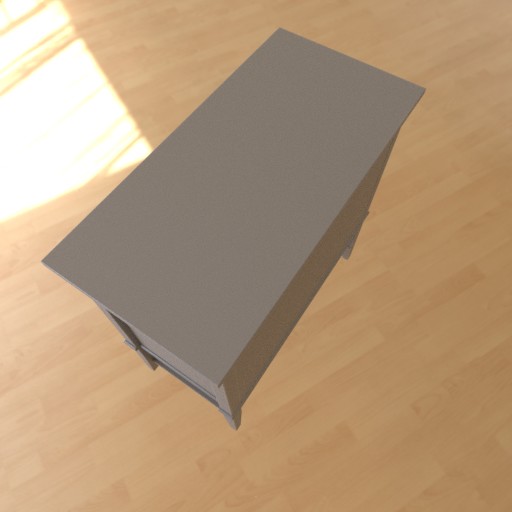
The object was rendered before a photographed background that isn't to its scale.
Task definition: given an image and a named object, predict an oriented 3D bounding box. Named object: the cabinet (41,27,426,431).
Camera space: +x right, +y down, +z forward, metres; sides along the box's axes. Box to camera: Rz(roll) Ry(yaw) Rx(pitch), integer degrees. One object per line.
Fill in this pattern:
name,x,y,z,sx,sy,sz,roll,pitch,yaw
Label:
cabinet,0.000,0.000,1.244,0.396,0.780,0.801,31,66,15
